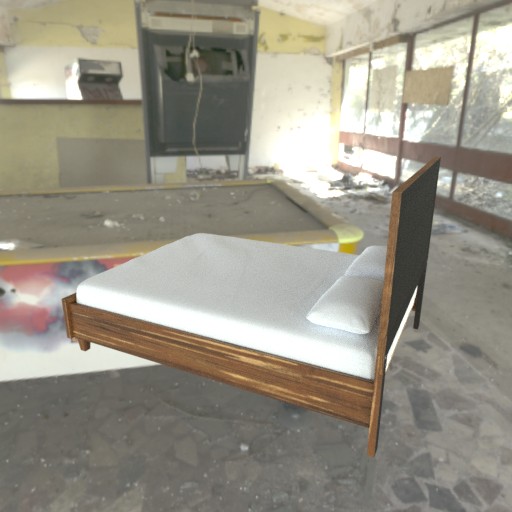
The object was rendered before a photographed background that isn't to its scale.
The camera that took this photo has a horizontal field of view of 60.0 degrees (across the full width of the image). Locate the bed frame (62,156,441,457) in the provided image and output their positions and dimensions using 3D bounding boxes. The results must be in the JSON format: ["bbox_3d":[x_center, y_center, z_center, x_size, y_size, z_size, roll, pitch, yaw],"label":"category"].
[{"bbox_3d":[0.000,0.000,3.336,2.276,1.417,1.696,9,20,25],"label":"bed frame"}]
